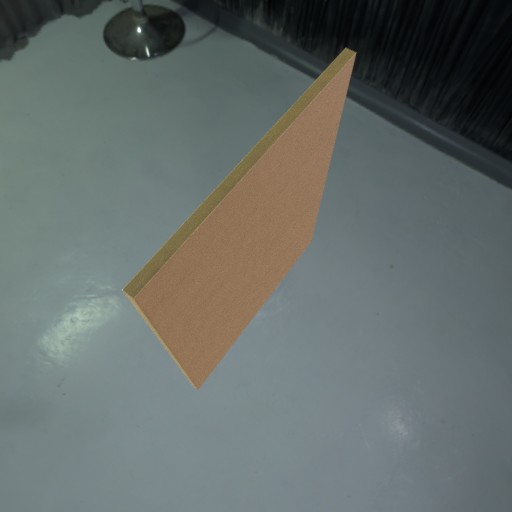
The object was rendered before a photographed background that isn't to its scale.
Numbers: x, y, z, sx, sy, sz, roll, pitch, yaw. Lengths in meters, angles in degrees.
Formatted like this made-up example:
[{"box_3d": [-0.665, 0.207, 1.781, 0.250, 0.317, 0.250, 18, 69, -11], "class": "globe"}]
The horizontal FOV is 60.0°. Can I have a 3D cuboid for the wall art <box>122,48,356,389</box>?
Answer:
[{"box_3d": [0.000, 0.000, 1.405, 0.030, 1.002, 0.798, 33, 69, 15], "class": "wall art"}]
